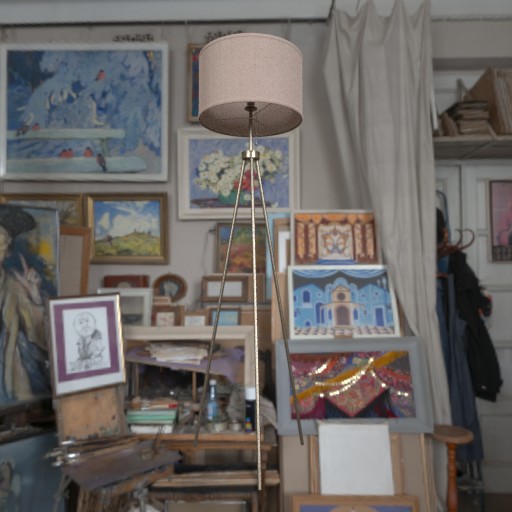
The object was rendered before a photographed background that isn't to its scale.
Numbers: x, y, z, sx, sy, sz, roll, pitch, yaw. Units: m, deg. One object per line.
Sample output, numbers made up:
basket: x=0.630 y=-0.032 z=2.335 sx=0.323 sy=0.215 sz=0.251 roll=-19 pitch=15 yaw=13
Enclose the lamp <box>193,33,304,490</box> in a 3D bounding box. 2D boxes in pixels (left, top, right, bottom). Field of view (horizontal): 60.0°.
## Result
lamp: x=0.000 y=0.000 z=1.736 sx=0.460 sy=1.545 sz=0.449 roll=2 pitch=-3 yaw=-36
